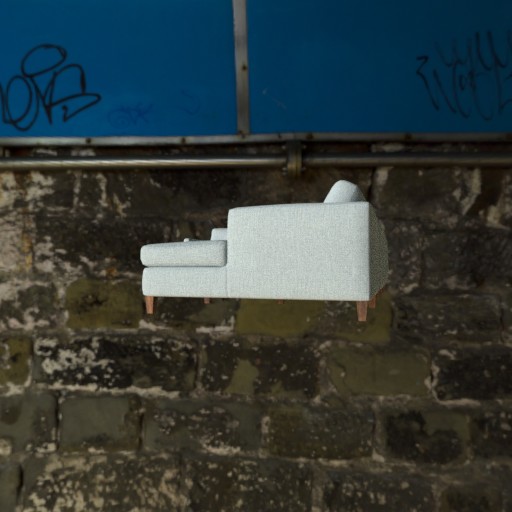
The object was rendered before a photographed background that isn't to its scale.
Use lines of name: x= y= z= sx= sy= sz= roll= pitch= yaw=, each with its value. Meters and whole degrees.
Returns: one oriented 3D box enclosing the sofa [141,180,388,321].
sofa: x=0.000 y=0.000 z=4.591 sx=2.551 sy=0.889 sz=3.403 roll=-1 pitch=-2 yaw=18
